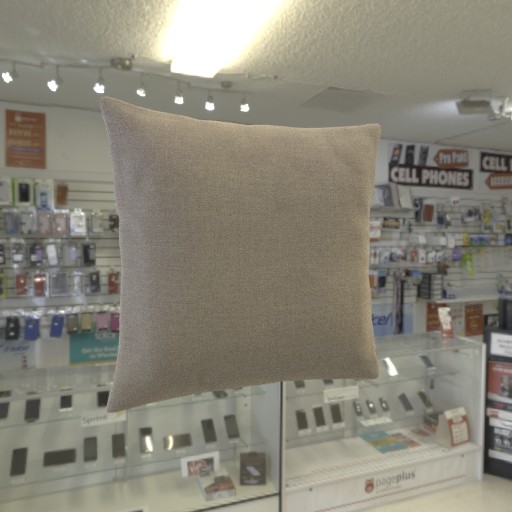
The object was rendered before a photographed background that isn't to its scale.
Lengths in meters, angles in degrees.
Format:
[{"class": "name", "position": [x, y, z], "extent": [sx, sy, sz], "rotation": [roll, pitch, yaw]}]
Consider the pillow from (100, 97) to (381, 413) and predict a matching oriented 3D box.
[{"class": "pillow", "position": [0.000, 0.000, 0.797], "extent": [0.523, 0.510, 0.166], "rotation": [-1, 2, -19]}]
